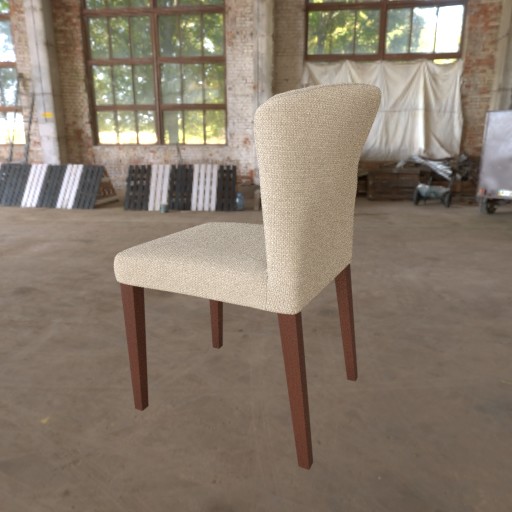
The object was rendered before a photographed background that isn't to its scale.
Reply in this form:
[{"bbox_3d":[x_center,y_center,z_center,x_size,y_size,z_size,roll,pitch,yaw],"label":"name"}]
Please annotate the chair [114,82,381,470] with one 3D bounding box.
[{"bbox_3d":[0.000,0.000,1.188,0.589,0.839,0.491,8,17,25],"label":"chair"}]
